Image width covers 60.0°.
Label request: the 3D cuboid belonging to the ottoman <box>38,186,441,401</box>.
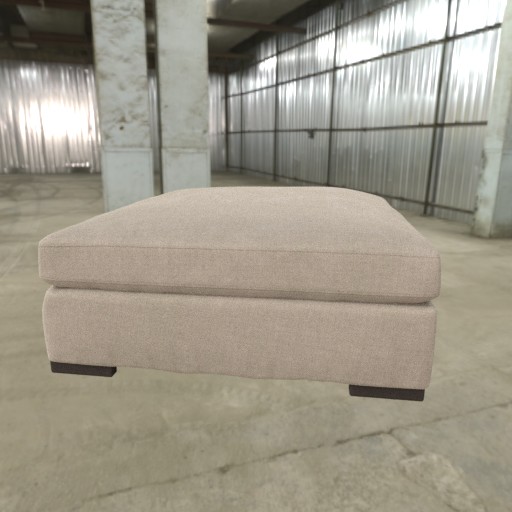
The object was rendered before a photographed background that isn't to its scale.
[{"bbox_3d":[0.000,0.000,1.790,1.171,0.517,1.203,2,14,8],"label":"ottoman"}]
